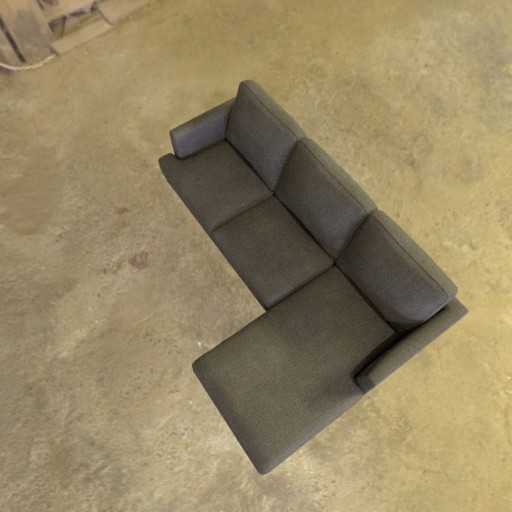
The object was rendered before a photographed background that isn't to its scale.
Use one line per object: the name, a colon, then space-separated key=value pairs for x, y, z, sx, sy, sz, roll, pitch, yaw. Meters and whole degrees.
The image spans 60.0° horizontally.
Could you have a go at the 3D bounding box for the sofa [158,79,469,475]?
sofa: x=0.000 y=0.000 z=2.998 sx=1.504 sy=0.956 sz=2.233 roll=-32 pitch=68 yaw=-15
